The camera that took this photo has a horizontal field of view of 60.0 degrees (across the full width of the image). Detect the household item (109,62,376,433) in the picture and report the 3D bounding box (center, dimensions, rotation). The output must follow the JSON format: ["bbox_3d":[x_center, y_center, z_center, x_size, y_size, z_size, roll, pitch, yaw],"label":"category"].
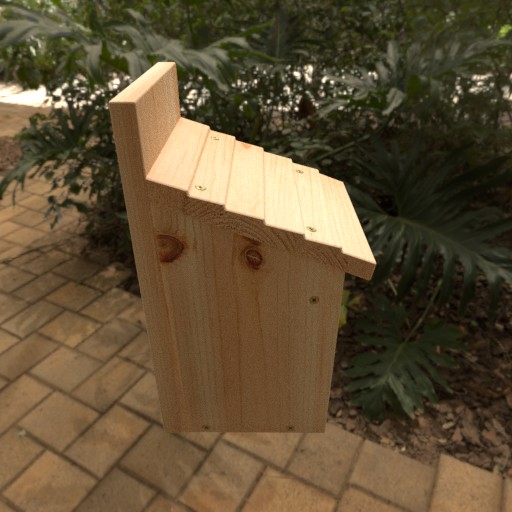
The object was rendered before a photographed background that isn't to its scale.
[{"bbox_3d":[0.000,0.000,0.397,0.171,0.300,0.149,0,32,0],"label":"household item"}]
